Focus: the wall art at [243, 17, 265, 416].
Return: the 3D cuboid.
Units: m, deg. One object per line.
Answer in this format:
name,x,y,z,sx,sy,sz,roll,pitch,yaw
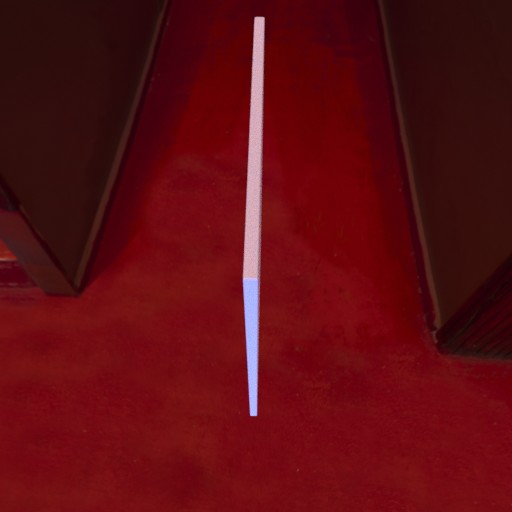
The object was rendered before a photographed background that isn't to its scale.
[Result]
wall art,0.000,0.000,0.612,0.011,0.482,0.329,1,59,1
